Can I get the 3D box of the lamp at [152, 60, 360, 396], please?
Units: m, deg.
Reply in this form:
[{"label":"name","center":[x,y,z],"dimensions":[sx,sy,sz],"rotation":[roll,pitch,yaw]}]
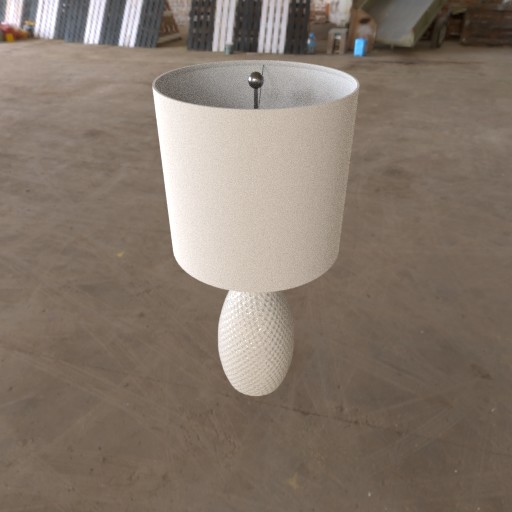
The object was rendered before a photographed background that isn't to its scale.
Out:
[{"label":"lamp","center":[0.000,0.000,0.594],"dimensions":[0.214,0.466,0.214],"rotation":[22,40,28]}]
